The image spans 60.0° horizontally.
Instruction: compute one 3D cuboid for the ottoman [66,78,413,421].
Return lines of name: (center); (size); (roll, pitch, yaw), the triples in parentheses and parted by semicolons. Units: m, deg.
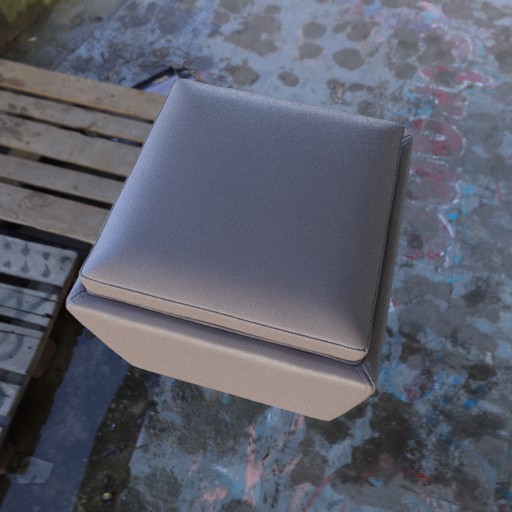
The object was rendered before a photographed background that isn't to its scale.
ottoman: (0.000, 0.000, 0.815); (0.451, 0.460, 0.450); (14, 65, 7)
